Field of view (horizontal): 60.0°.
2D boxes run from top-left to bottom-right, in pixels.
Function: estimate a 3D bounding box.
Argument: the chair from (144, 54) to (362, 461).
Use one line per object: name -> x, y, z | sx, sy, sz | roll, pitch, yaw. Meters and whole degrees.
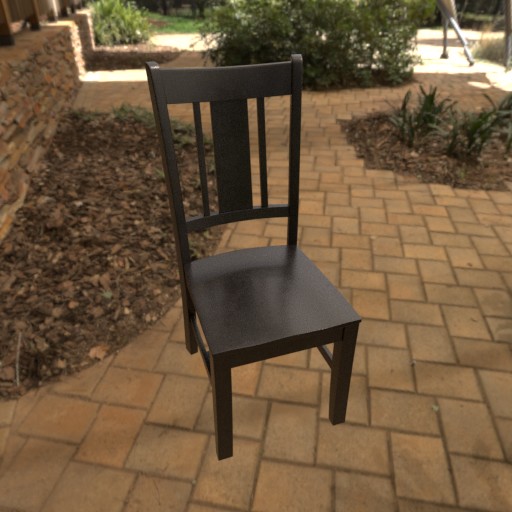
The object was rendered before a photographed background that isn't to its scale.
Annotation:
chair -> 0.000, 0.000, 1.290 | 0.450, 0.998, 0.555 | -10, 33, -16
